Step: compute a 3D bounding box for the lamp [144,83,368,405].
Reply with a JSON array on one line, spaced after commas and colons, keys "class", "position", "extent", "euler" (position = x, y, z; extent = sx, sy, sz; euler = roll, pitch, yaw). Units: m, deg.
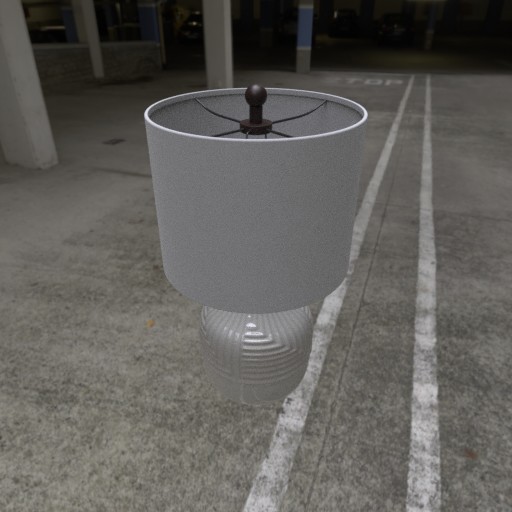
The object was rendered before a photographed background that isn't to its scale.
[{"class": "lamp", "position": [0.000, 0.000, 0.772], "extent": [0.318, 0.567, 0.318], "euler": [0, 31, 0]}]
